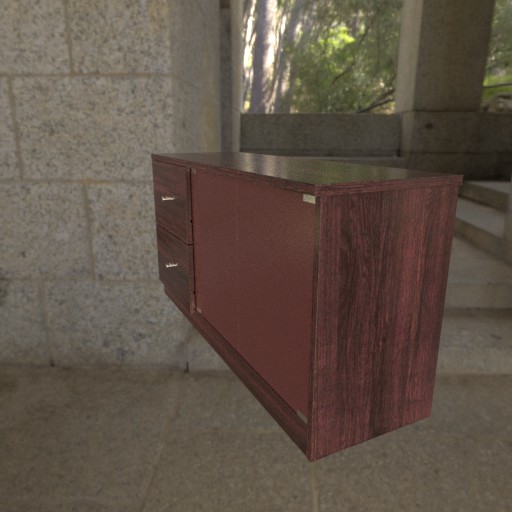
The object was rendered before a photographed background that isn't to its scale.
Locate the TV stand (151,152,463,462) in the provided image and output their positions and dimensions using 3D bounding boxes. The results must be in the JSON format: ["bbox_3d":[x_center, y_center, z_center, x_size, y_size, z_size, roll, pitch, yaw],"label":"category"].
[{"bbox_3d":[0.000,0.000,1.466,0.404,0.614,1.192,-8,18,-26],"label":"TV stand"}]
